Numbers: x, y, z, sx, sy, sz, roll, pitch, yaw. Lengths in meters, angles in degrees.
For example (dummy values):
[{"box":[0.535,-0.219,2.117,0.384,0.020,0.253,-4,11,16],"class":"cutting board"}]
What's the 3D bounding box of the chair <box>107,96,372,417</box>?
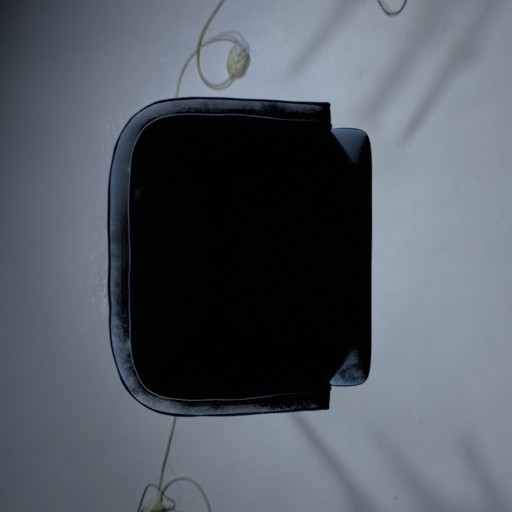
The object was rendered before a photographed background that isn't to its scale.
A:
[{"box":[0.000,0.000,1.801,0.940,0.852,1.094,0,91,1],"class":"chair"}]
